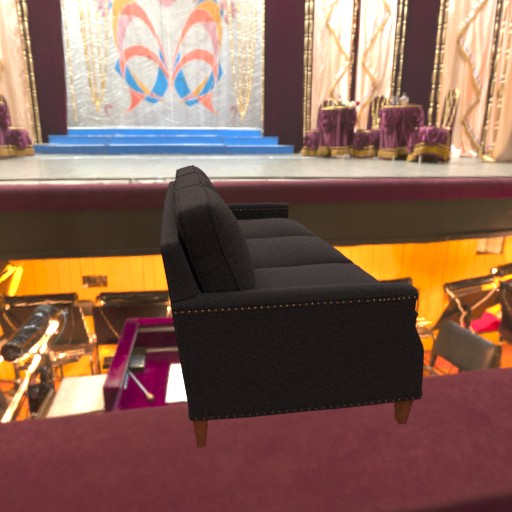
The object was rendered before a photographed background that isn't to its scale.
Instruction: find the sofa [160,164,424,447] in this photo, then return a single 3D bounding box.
[{"bbox_3d":[0.000,0.000,2.763,1.084,1.003,2.246,-3,16,-9],"label":"sofa"}]
